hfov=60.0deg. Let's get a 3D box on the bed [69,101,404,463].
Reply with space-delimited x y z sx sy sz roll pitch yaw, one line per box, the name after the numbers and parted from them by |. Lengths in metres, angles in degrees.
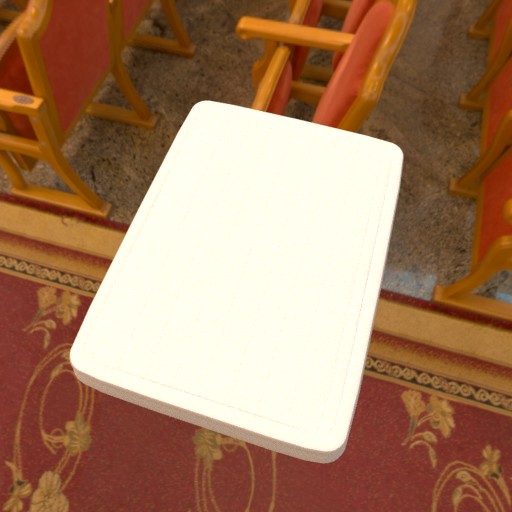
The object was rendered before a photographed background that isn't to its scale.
0.000 0.000 2.709 1.520 0.460 2.036 15 64 8 | bed
